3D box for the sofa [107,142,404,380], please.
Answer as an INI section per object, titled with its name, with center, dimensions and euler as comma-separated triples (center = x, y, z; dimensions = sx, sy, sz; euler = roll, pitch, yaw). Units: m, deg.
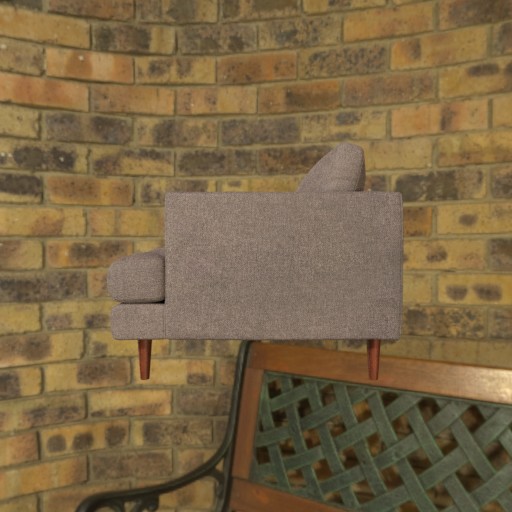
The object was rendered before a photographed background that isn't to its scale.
[sofa]
center = 0.000, 0.000, 2.474
dimensions = 1.020, 0.868, 1.948
euler = 0, 1, 0
